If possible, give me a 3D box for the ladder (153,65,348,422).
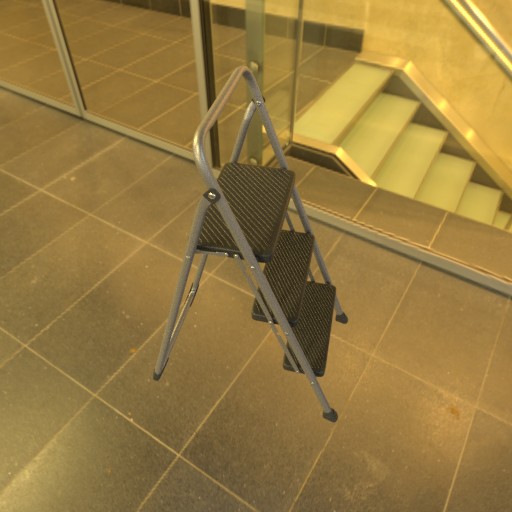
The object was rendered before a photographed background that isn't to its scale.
[{"bbox_3d":[0.000,0.000,1.267,0.629,0.945,0.430,9,46,9],"label":"ladder"}]
